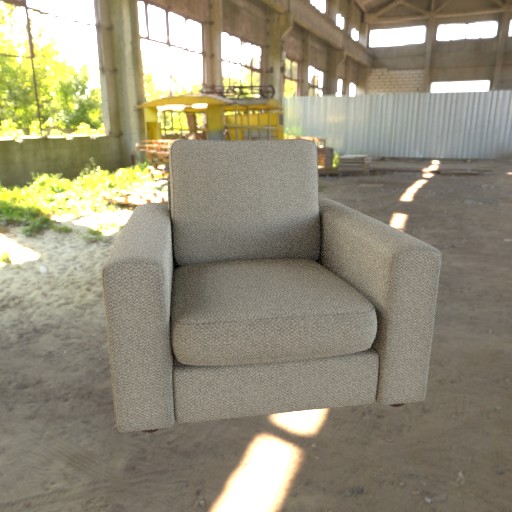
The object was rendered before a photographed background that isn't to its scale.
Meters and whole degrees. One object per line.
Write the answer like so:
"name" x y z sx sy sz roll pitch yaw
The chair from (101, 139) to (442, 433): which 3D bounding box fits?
"chair" 0.000 0.000 1.734 1.005 0.873 1.016 -3 16 -9
